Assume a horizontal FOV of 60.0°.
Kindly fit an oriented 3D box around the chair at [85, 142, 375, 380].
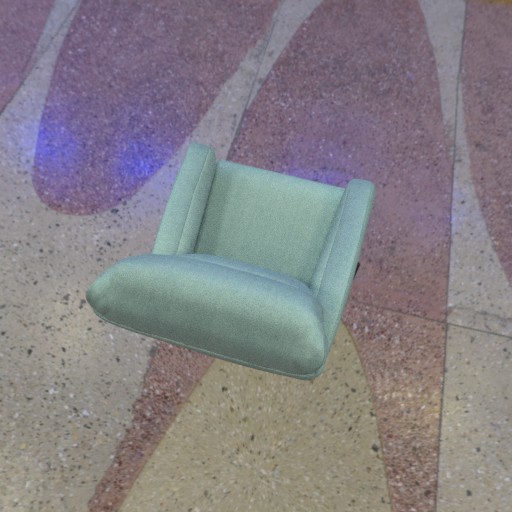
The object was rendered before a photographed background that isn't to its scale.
[{"bbox_3d":[0.000,0.000,1.651,0.812,1.013,0.940,15,65,7],"label":"chair"}]
